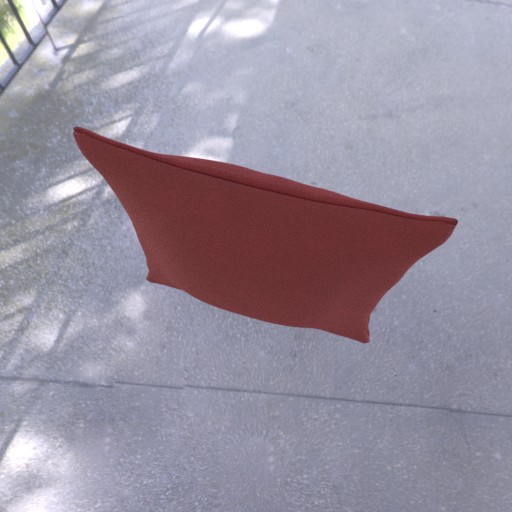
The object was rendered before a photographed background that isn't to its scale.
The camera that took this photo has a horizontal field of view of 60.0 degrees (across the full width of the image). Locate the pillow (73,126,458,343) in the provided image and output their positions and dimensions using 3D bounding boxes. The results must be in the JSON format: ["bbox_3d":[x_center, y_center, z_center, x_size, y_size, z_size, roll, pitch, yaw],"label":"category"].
[{"bbox_3d":[0.000,0.000,0.658,0.435,0.416,0.151,15,64,7],"label":"pillow"}]
